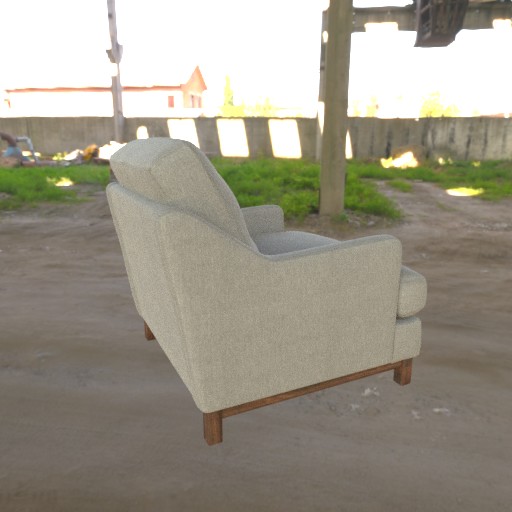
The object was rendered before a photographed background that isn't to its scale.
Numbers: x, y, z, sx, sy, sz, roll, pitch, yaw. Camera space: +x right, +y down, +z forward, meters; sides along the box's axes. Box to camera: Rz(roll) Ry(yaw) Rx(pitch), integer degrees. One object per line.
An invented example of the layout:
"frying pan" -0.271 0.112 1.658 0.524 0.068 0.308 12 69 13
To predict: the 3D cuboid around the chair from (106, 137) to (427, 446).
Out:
"chair" 0.000 0.000 1.591 0.892 0.821 0.826 -7 16 -25
